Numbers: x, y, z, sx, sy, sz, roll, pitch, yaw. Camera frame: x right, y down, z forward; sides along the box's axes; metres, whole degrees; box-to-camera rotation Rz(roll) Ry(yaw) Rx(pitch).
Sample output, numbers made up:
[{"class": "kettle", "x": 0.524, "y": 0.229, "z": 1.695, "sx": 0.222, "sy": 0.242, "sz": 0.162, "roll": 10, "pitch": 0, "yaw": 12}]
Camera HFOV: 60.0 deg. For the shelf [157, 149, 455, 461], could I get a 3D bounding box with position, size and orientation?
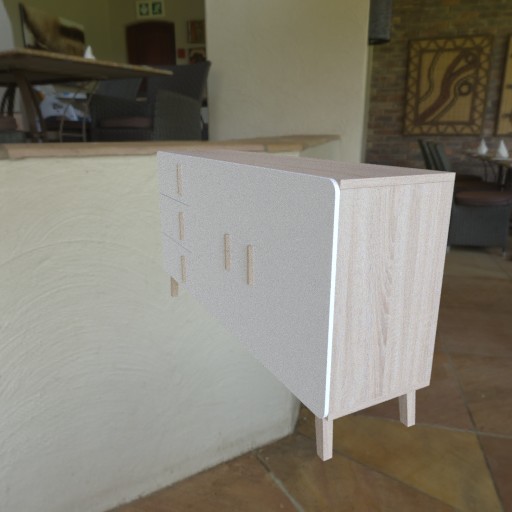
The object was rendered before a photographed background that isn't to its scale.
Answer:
[{"class": "shelf", "x": 0.000, "y": 0.000, "z": 1.810, "sx": 0.400, "sy": 0.780, "sz": 1.490, "roll": -8, "pitch": 18, "yaw": -26}]
